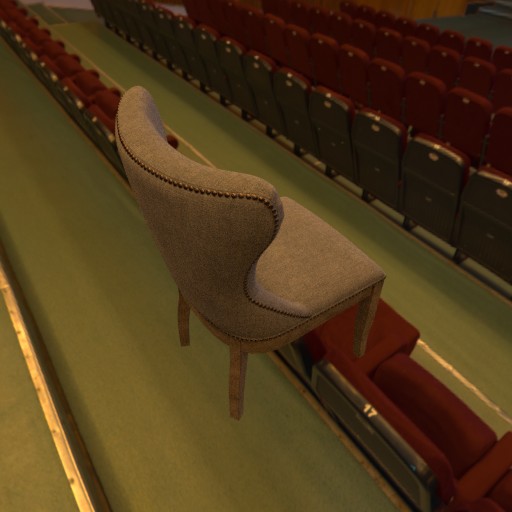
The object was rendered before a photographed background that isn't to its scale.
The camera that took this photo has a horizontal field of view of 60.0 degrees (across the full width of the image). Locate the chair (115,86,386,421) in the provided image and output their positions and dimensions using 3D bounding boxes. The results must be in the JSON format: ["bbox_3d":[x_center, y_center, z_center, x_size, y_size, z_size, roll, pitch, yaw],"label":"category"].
[{"bbox_3d":[0.000,0.000,1.433,0.681,1.002,0.654,-25,48,-25],"label":"chair"}]
